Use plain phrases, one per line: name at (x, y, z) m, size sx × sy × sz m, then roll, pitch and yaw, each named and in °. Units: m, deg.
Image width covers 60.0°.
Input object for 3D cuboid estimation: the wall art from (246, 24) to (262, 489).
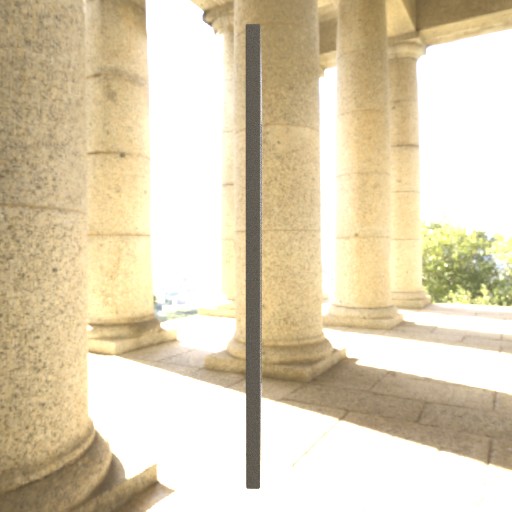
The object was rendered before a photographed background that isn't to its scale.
wall art at (0.000, 0.000, 1.050) m, size 0.026 × 0.813 × 0.556 m, roll 0°, pitch 1°, yaw 1°
